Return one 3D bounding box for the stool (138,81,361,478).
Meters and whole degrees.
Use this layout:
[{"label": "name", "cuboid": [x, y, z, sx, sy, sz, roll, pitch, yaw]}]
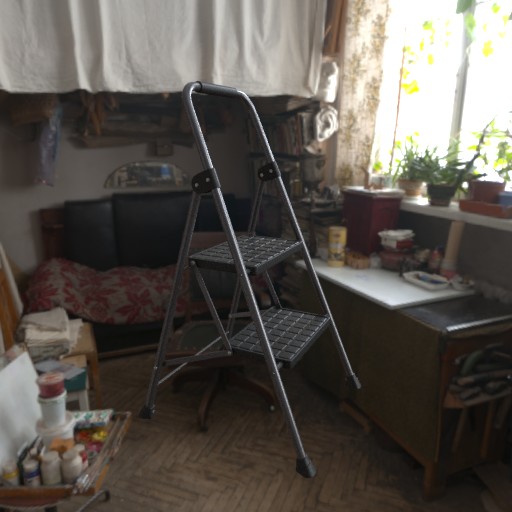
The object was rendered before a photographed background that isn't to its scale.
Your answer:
[{"label": "stool", "cuboid": [0.000, 0.000, 1.187, 0.514, 0.872, 0.450, 8, 17, 26]}]
